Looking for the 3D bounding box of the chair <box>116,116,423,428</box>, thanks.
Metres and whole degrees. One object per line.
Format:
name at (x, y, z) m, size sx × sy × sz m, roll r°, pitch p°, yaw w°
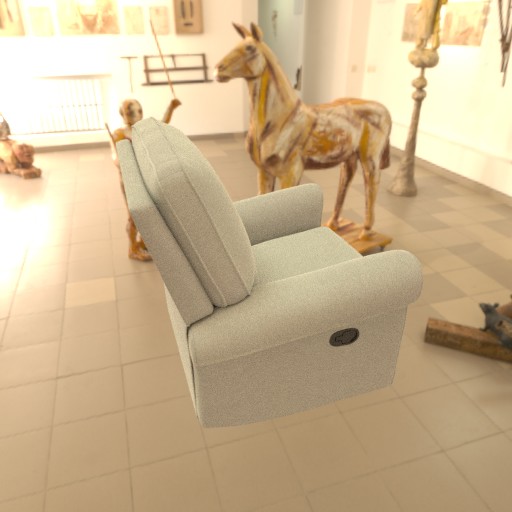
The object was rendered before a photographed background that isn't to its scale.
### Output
chair at (0.000, 0.000, 1.667) m, size 0.878 × 0.960 × 0.890 m, roll -9°, pitch 29°, yaw -16°
